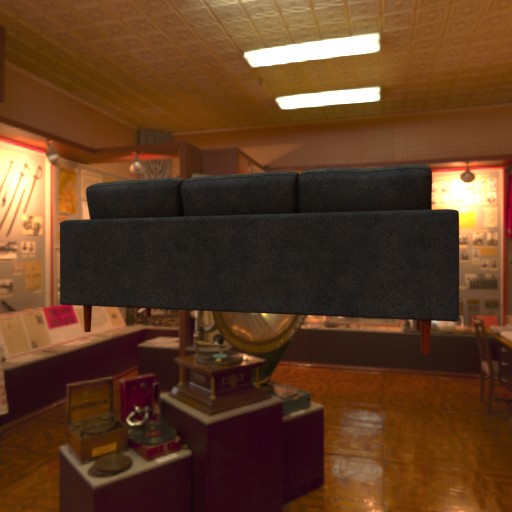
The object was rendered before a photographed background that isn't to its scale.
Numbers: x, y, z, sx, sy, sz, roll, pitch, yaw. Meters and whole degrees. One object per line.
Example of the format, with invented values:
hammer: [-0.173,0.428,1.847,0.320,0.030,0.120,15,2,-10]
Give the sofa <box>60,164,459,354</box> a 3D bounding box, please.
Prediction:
sofa: [0.000,0.000,2.763,2.246,0.930,0.903,0,0,18]
